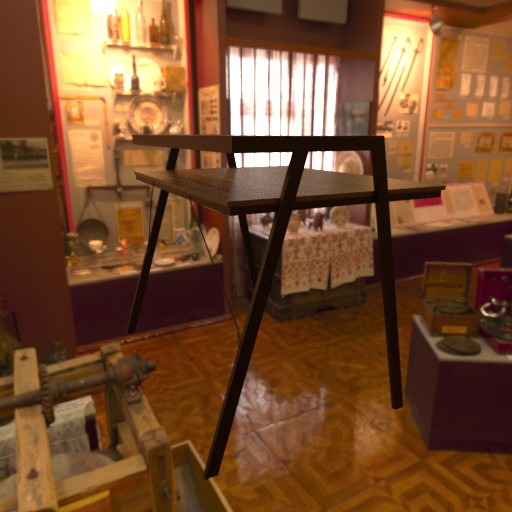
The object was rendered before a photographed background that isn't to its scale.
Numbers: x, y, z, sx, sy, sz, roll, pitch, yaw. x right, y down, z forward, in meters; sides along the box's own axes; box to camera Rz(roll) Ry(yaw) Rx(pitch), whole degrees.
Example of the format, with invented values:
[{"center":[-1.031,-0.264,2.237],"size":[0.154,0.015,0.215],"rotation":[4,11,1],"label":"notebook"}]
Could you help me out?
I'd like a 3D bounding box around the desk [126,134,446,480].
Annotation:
[{"center":[0.000,0.000,1.894],"size":[0.936,0.998,1.143],"rotation":[-8,17,-26],"label":"desk"}]
